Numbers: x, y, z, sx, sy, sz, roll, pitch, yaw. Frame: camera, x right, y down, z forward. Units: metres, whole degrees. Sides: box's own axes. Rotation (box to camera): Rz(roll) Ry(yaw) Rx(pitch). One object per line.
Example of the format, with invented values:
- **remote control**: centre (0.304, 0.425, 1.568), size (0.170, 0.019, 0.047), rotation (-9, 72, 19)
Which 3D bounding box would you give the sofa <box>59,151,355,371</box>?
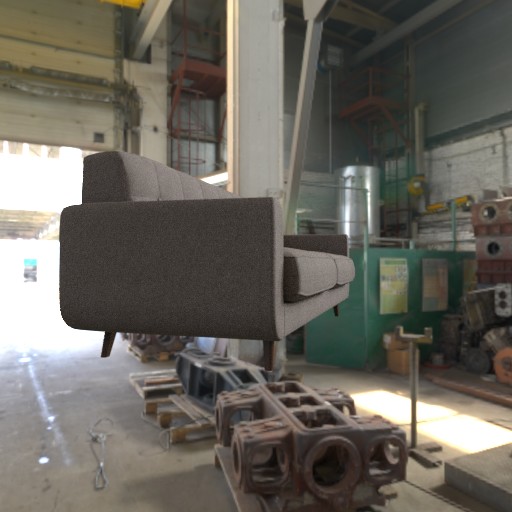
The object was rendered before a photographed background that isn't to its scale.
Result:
- **sofa**: centre (0.000, 0.000, 2.489), size (0.909, 0.841, 2.029), rotation (0, -1, 18)
